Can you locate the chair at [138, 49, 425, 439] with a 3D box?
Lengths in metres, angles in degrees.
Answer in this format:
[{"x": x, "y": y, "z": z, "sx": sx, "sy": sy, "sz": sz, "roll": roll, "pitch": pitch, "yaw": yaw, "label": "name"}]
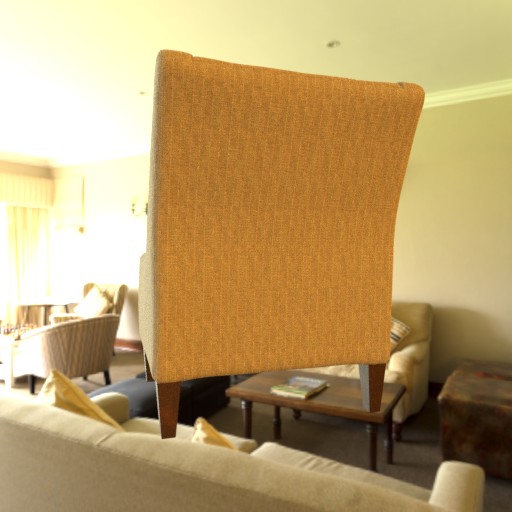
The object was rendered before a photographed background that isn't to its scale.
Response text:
[{"x": 0.000, "y": 0.000, "z": 1.558, "sx": 0.774, "sy": 1.014, "sz": 0.870, "roll": 0, "pitch": 1, "yaw": -18, "label": "chair"}]
